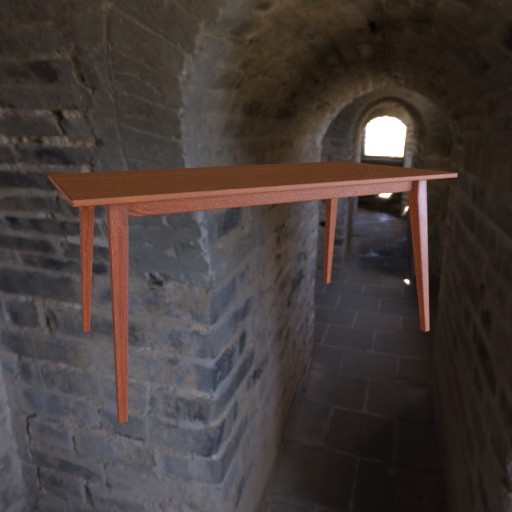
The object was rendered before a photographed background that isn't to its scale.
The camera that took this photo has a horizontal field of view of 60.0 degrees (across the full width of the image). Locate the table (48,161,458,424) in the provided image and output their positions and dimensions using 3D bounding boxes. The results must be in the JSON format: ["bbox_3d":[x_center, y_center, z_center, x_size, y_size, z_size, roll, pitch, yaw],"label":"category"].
[{"bbox_3d":[0.000,0.000,2.052,1.609,0.755,0.811,-9,18,-27],"label":"table"}]
